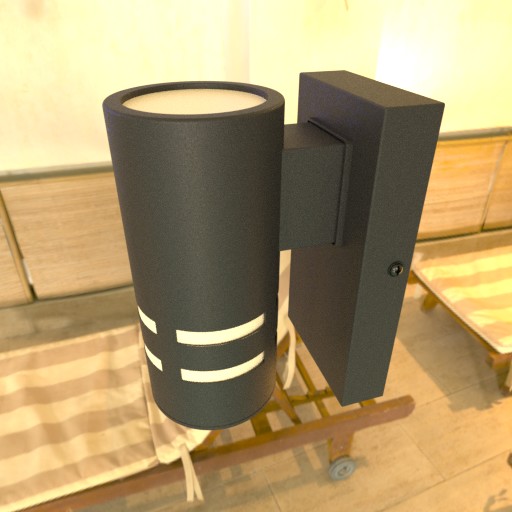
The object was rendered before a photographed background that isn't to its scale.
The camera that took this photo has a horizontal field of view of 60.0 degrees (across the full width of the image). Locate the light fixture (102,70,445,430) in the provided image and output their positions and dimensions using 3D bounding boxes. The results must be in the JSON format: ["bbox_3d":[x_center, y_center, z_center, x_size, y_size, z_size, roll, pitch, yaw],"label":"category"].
[{"bbox_3d":[0.000,0.000,0.252,0.138,0.179,0.098,-9,32,-15],"label":"light fixture"}]
